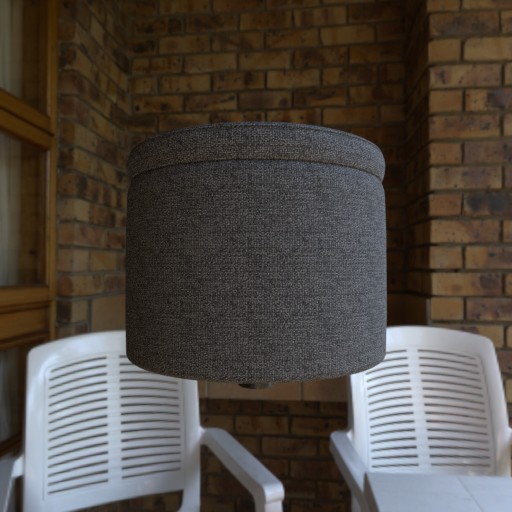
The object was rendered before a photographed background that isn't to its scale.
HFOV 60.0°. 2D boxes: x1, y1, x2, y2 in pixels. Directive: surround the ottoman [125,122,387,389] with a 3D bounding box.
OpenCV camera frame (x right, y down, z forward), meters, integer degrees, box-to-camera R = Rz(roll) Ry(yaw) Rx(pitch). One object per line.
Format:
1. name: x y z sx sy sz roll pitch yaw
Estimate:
1. ottoman: 0.000 0.000 0.922 0.520 0.430 0.520 0 -1 0
